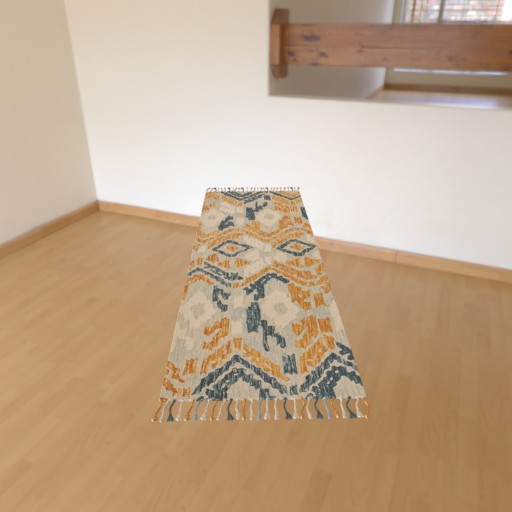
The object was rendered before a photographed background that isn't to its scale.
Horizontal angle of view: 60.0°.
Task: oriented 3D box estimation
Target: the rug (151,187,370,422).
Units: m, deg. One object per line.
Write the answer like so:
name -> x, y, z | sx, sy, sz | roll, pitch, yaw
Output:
rug -> 0.000, 0.000, 2.610 | 0.783, 0.010, 2.437 | -1, 28, -1
